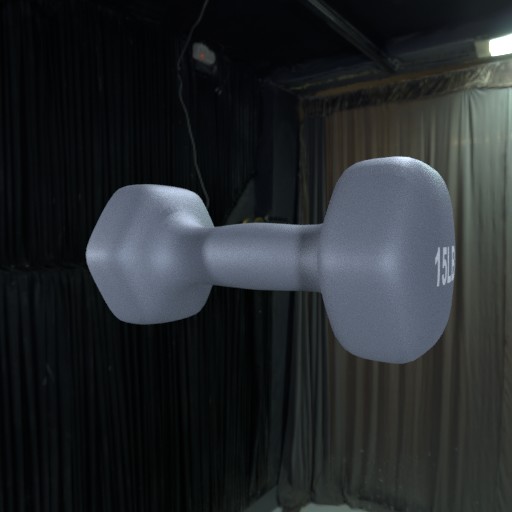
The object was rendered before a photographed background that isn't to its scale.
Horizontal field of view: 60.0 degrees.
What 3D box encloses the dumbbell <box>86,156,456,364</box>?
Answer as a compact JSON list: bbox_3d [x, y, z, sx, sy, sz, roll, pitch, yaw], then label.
[{"bbox_3d":[0.000,0.000,0.295,0.240,0.105,0.116,1,2,35],"label":"dumbbell"}]
